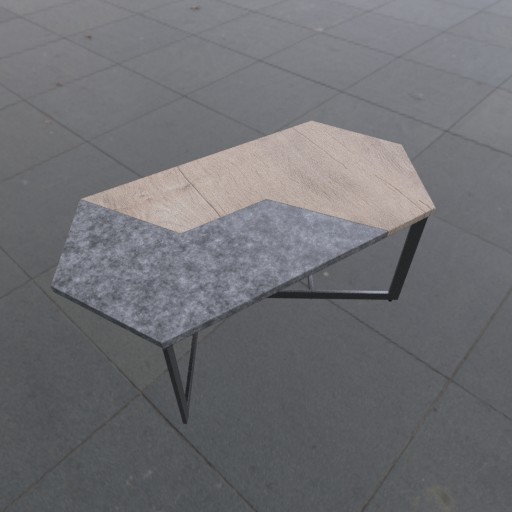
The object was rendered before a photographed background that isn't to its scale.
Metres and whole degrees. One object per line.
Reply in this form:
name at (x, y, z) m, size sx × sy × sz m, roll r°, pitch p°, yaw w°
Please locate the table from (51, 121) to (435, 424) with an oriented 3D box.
table at (0.000, 0.000, 1.502) m, size 1.219 × 0.457 × 0.609 m, roll -24°, pitch 51°, yaw -22°
